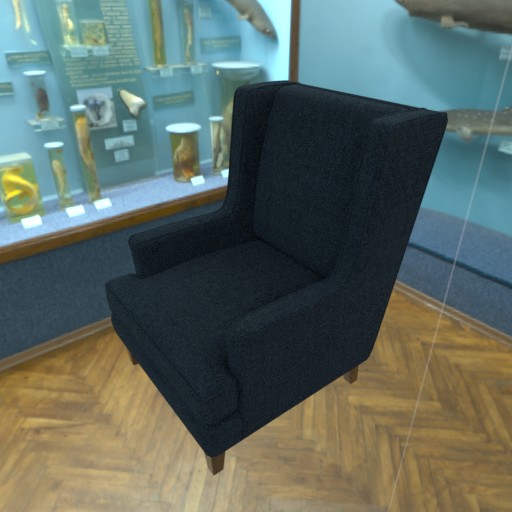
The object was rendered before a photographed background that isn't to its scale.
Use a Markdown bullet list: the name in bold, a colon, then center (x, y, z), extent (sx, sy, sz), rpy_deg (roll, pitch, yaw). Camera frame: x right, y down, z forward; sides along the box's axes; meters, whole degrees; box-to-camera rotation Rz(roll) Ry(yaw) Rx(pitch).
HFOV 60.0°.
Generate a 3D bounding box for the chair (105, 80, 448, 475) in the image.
- **chair**: center (0.000, 0.000, 1.656), extent (0.947, 1.072, 0.764), rpy_deg (-21, 37, -31)
